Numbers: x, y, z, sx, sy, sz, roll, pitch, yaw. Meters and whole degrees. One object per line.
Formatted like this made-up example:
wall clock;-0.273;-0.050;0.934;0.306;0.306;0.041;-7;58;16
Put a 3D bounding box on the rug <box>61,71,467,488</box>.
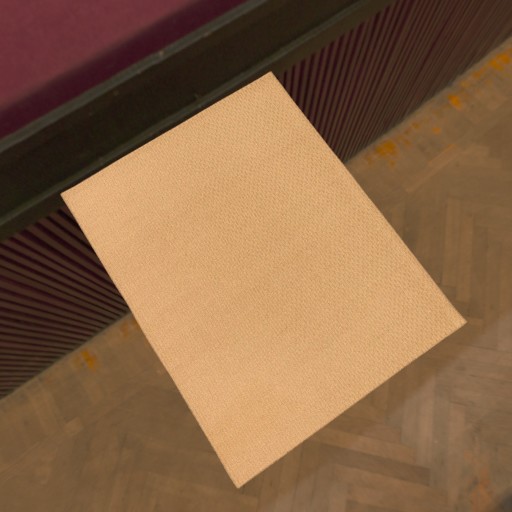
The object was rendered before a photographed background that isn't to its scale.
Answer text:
rug;0.000;0.000;3.820;2.277;0.035;2.897;-33;78;-8
